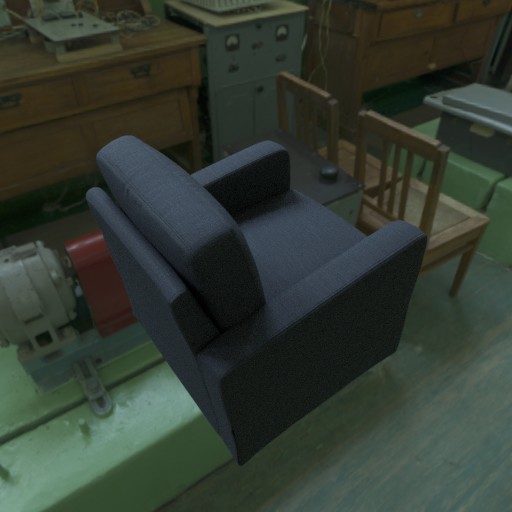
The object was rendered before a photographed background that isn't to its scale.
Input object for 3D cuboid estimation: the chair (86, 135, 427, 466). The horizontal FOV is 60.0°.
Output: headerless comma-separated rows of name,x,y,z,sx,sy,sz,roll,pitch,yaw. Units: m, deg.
chair,0.000,0.000,1.515,0.863,0.855,0.798,-26,48,-26
